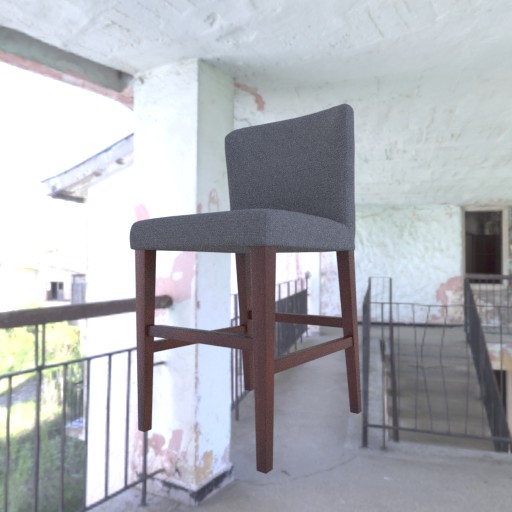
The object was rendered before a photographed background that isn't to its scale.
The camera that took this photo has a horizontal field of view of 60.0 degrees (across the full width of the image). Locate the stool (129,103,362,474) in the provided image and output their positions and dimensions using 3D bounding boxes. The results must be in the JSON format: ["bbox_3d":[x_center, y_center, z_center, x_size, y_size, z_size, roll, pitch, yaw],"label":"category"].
[{"bbox_3d":[0.000,0.000,1.313,0.479,0.968,0.568,-1,-1,36],"label":"stool"}]
